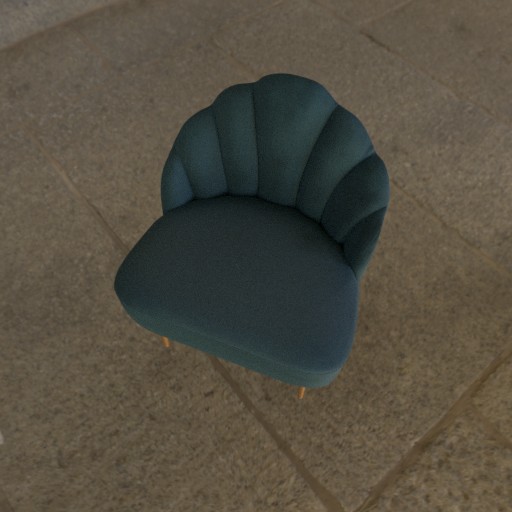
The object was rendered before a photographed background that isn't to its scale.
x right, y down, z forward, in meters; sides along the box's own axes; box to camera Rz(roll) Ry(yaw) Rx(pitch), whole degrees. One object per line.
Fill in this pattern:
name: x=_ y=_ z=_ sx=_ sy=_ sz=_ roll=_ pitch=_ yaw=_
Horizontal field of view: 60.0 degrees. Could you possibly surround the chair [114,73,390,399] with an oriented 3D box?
chair: x=0.000 y=0.000 z=1.296 sx=0.657 sy=0.819 sz=0.599 roll=18 pitch=61 yaw=11
